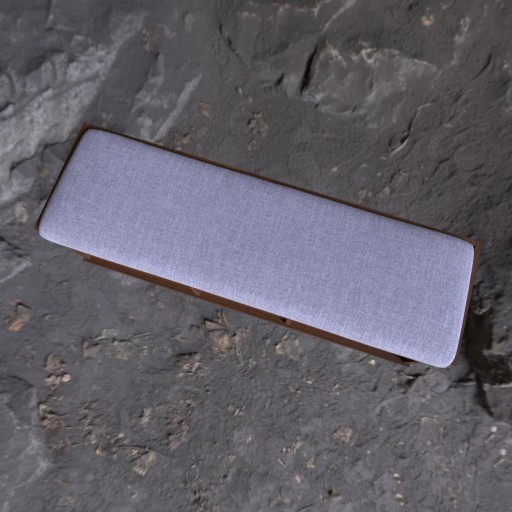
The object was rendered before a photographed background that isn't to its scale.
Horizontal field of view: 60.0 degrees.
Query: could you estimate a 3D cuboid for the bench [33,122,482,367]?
[{"bbox_3d":[0.000,0.000,1.420,1.196,0.468,0.367,18,76,4],"label":"bench"}]
